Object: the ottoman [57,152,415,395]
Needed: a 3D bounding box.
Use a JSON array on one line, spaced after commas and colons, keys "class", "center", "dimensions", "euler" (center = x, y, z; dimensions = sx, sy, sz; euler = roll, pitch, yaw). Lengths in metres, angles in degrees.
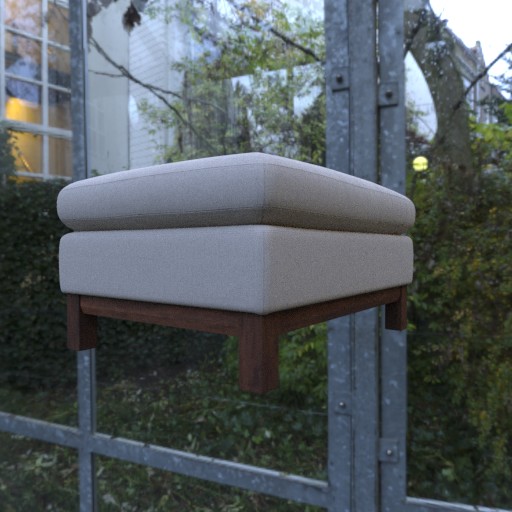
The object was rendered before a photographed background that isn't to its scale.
[{"class": "ottoman", "center": [0.000, 0.000, 1.136], "dimensions": [0.606, 0.420, 0.771], "euler": [1, 1, 36]}]
